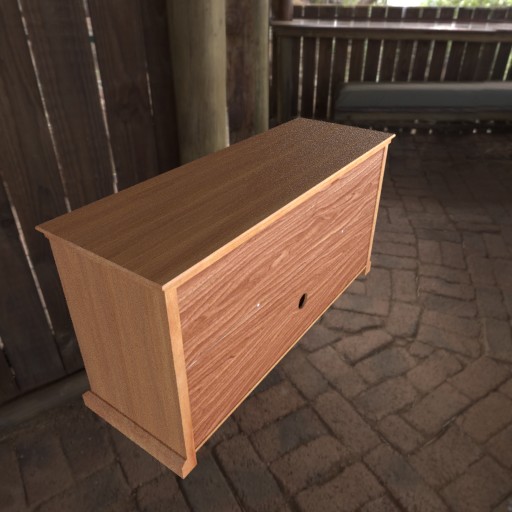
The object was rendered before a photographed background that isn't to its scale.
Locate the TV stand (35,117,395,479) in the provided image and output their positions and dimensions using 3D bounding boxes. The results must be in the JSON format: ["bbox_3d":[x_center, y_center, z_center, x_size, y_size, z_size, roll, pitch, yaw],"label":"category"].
[{"bbox_3d":[0.000,0.000,1.478,0.417,0.607,1.181,21,37,30],"label":"TV stand"}]
